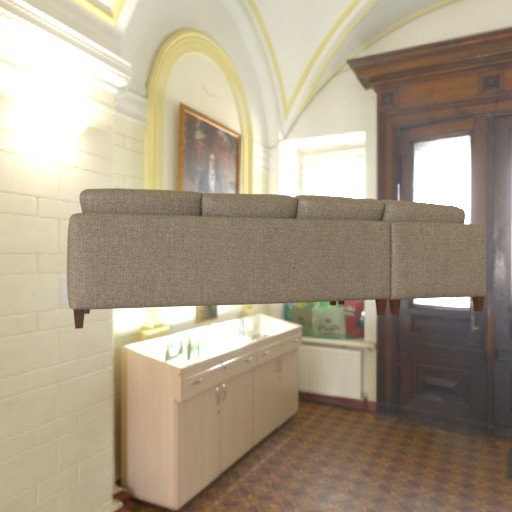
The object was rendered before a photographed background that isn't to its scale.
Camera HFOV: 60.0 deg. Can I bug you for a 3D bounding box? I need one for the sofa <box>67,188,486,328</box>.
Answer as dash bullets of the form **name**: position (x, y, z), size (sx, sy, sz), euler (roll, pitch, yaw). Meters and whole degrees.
- **sofa**: position (0.000, 0.000, 4.444), size (3.302, 0.947, 2.593), euler (0, -1, -18)
